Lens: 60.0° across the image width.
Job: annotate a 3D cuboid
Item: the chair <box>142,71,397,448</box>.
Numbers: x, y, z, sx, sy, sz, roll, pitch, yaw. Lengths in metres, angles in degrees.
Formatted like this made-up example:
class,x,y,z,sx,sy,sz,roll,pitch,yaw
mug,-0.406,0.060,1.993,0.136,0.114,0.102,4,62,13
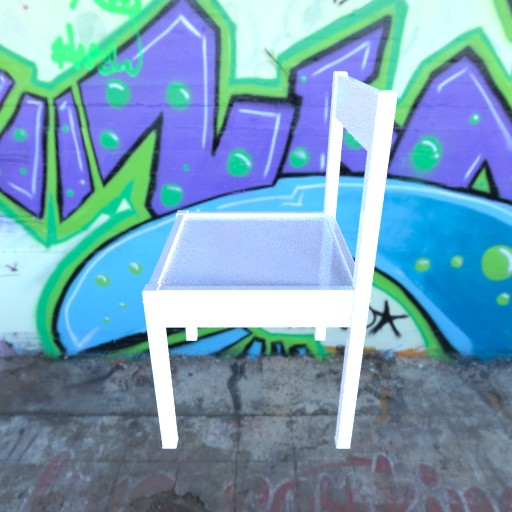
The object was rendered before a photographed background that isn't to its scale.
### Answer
class,x,y,z,sx,sy,sz,roll,pitch,yaw
chair,0.000,0.000,0.680,0.285,0.505,0.285,0,27,0
